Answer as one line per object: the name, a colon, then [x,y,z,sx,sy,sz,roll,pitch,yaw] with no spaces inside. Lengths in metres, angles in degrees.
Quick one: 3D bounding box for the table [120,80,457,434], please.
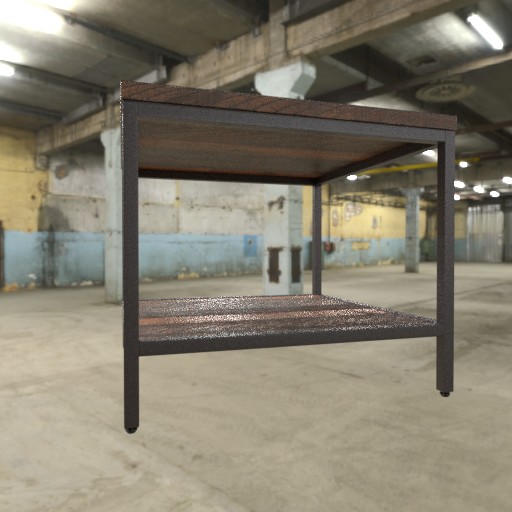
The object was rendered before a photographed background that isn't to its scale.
table: [0.000,0.000,0.942,0.548,0.482,0.553,0,1,-17]
